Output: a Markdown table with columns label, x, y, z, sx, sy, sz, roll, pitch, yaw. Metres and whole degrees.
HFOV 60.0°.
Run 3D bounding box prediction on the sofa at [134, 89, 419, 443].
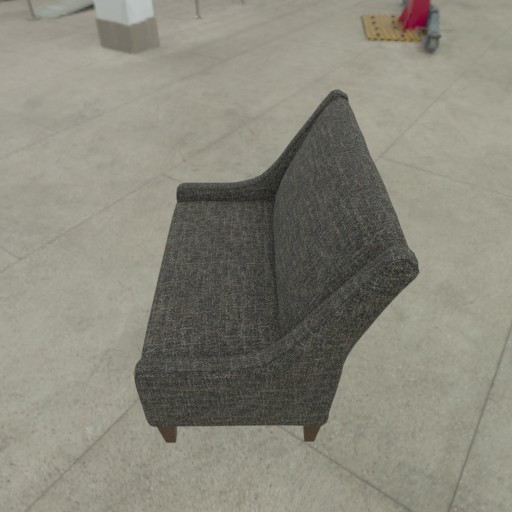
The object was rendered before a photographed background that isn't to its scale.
| label | x | y | z | sx | sy | sz | roll | pitch | yaw |
| --- | --- | --- | --- | --- | --- | --- | --- | --- | --- |
| sofa | 0.000 | 0.000 | 1.935 | 0.870 | 1.021 | 1.242 | 0 | 41 | 0 |
